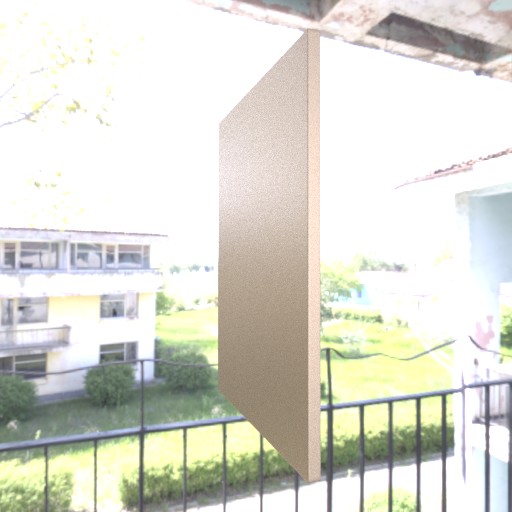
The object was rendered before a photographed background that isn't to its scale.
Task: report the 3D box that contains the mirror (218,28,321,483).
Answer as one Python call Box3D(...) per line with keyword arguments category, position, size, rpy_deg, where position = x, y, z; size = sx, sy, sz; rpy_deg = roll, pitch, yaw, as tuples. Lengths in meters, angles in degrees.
Box3D(category="mirror", position=(0.000, 0.000, 1.355), size=(0.032, 1.023, 0.756), rpy_deg=(0, 0, -20))
